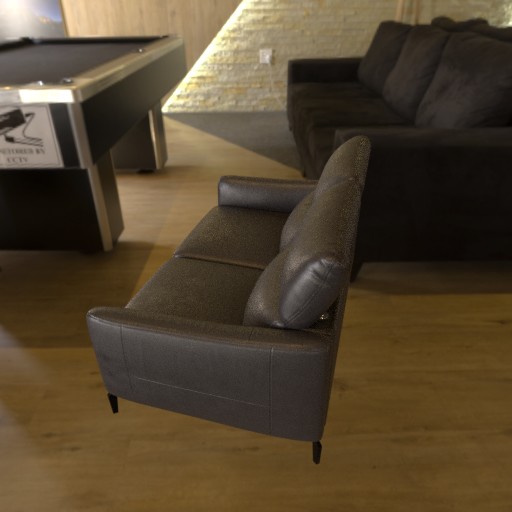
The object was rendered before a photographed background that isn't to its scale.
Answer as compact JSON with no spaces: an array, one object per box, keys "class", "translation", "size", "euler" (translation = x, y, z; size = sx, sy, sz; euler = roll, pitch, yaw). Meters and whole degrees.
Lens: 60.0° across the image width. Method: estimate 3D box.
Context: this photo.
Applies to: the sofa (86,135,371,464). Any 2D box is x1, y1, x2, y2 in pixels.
[{"class":"sofa","translation":[0.000,0.000,2.210],"size":[0.958,0.920,1.596],"euler":[8,31,13]}]
